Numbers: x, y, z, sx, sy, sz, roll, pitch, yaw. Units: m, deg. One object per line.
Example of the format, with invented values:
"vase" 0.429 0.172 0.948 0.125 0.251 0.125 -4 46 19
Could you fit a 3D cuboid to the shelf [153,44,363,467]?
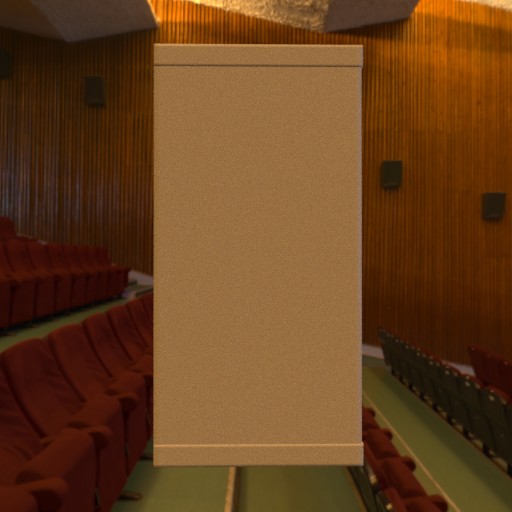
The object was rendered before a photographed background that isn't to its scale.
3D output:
"shelf" 0.000 0.000 1.220 0.390 0.786 0.790 0 0 -1
